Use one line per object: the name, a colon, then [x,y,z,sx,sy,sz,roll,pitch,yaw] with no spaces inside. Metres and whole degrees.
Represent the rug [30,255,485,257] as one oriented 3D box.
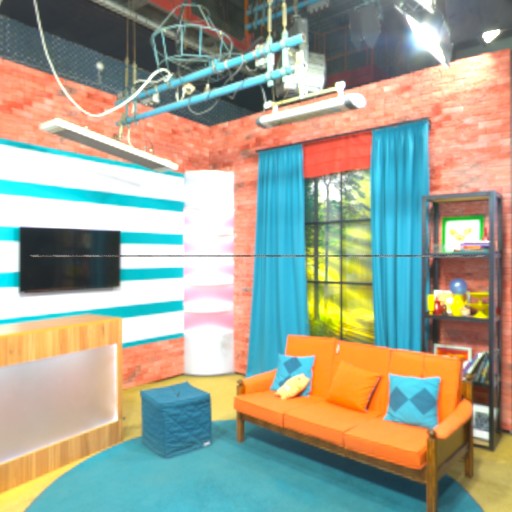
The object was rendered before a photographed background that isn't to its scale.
rug: [0.000,0.000,4.142,3.021,0.013,2.432,0,0,0]
